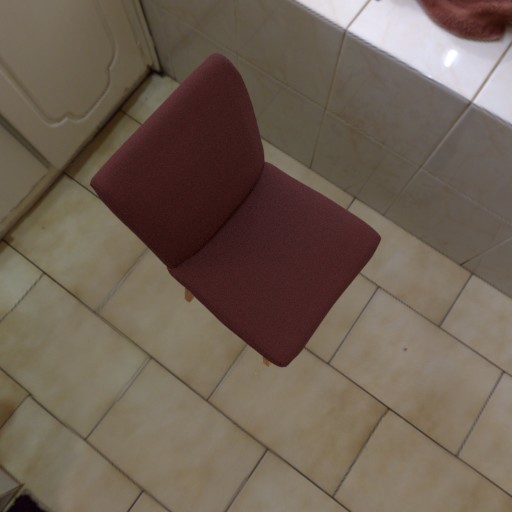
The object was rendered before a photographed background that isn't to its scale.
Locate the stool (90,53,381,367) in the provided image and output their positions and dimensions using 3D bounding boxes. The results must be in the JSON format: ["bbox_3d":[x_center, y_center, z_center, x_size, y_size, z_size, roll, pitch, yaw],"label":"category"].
[{"bbox_3d":[0.000,0.000,1.396,0.562,1.093,0.468,37,78,9],"label":"stool"}]
